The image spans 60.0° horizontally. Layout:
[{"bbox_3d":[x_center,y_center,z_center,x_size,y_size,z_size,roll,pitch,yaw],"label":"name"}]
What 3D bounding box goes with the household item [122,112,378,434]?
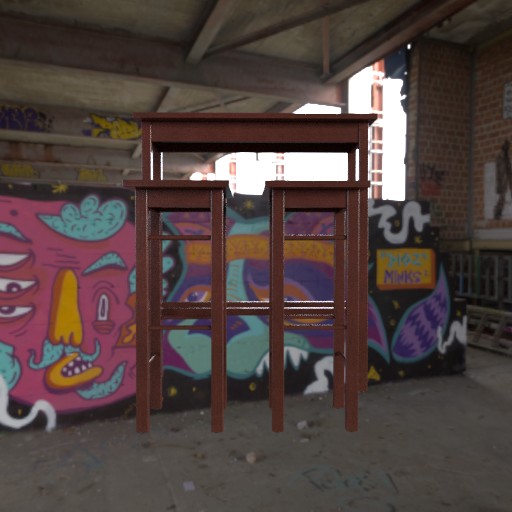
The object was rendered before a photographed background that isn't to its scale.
[{"bbox_3d":[0.000,0.000,1.630,0.914,1.067,0.676,0,1,-1],"label":"household item"}]
